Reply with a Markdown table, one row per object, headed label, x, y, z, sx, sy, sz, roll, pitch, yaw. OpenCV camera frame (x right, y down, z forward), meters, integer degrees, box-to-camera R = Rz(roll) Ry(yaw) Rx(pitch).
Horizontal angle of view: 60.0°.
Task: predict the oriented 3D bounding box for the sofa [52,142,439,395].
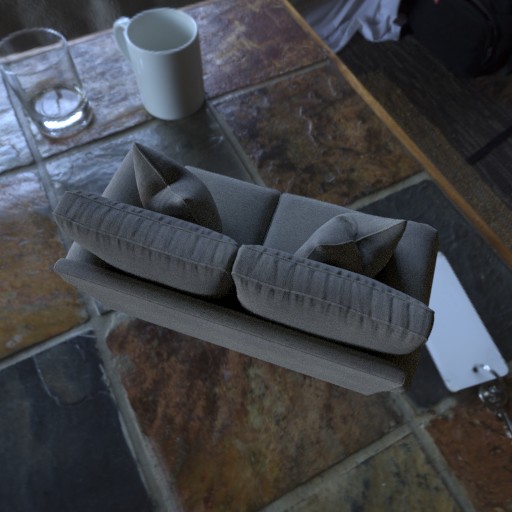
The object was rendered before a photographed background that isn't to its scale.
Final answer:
| label | x | y | z | sx | sy | sz | roll | pitch | yaw |
| --- | --- | --- | --- | --- | --- | --- | --- | --- | --- |
| sofa | 0.000 | 0.000 | 2.257 | 1.701 | 0.966 | 0.966 | 17 | 64 | 8 |
